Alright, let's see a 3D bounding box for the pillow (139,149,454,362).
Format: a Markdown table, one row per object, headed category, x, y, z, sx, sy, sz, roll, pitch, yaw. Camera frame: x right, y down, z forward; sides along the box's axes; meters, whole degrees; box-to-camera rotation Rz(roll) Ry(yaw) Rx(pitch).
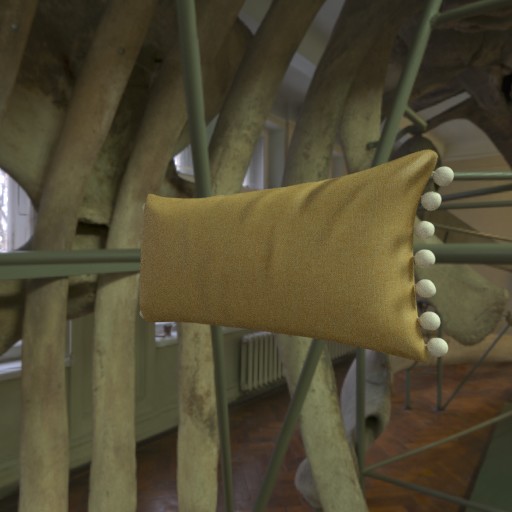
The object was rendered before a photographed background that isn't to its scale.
| category | x | y | z | sx | sy | sz | roll | pitch | yaw |
| --- | --- | --- | --- | --- | --- | --- | --- | --- | --- |
| pillow | 0.000 | 0.000 | 0.857 | 0.709 | 0.322 | 0.201 | 0 | 0 | 37 |
